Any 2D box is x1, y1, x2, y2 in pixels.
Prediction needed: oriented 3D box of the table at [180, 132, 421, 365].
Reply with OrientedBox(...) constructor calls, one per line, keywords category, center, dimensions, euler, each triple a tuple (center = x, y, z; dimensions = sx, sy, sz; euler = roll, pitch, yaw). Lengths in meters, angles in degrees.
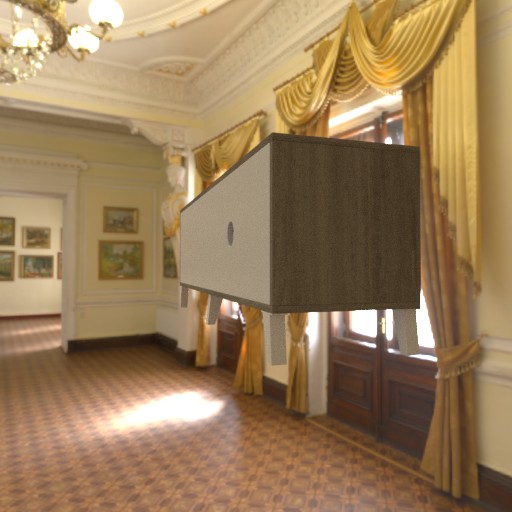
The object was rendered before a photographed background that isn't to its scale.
OrientedBox(category="table", center=(0.000, 0.000, 1.777), dimensions=(0.400, 0.530, 1.500), euler=(0, -1, -18))
